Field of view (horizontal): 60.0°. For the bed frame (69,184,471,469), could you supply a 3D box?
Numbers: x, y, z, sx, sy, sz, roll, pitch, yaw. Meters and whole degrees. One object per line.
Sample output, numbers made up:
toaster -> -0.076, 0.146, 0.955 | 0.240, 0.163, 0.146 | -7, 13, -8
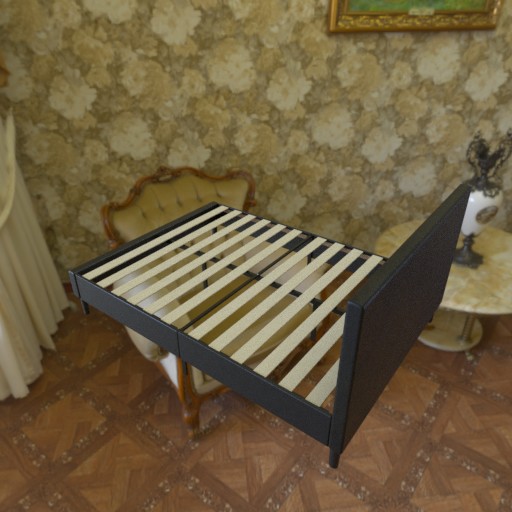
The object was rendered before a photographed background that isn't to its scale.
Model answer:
bed frame -> 0.000, 0.000, 3.222 | 2.318, 1.127, 1.634 | 21, 36, 31
